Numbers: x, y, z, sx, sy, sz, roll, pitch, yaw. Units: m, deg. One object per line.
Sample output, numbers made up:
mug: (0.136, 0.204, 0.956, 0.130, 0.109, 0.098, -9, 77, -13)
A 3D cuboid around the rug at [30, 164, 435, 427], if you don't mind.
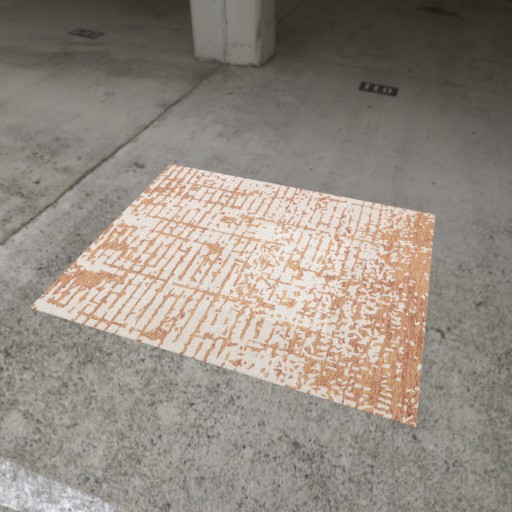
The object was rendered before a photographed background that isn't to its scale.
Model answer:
rug: (0.000, 0.000, 4.089, 3.050, 0.011, 2.441, 13, 43, 14)
